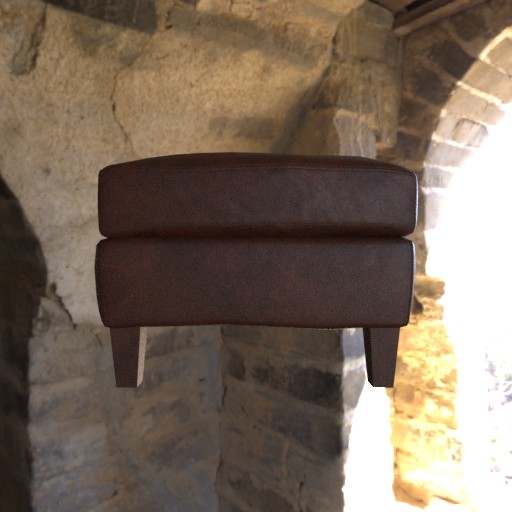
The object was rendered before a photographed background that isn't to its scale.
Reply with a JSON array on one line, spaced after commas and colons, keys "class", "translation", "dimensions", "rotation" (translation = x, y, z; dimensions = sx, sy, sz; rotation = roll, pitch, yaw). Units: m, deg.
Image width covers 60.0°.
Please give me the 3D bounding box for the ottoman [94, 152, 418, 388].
[{"class": "ottoman", "translation": [0.000, 0.000, 1.282], "dimensions": [0.659, 0.527, 0.887], "rotation": [0, 1, 0]}]
